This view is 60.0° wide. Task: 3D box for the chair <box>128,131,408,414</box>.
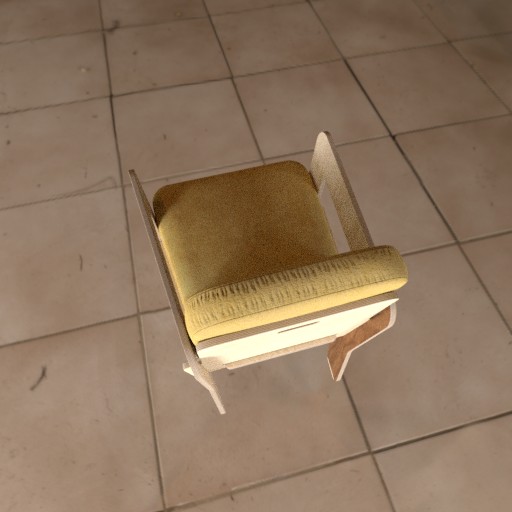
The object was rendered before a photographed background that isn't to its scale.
[{"bbox_3d":[0.000,0.000,1.278,0.590,0.800,0.710,-13,58,-8],"label":"chair"}]
